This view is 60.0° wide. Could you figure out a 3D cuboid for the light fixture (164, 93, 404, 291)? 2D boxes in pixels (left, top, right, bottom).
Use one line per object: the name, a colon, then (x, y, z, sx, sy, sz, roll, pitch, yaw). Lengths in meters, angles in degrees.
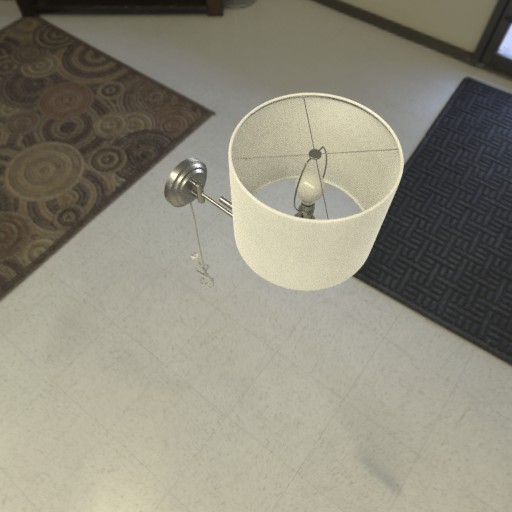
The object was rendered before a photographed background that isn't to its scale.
light fixture: (0.000, 0.000, 1.040, 0.479, 0.842, 0.253, 36, 66, 19)
